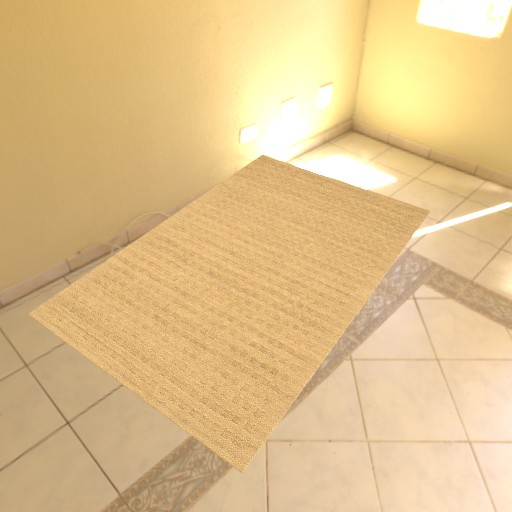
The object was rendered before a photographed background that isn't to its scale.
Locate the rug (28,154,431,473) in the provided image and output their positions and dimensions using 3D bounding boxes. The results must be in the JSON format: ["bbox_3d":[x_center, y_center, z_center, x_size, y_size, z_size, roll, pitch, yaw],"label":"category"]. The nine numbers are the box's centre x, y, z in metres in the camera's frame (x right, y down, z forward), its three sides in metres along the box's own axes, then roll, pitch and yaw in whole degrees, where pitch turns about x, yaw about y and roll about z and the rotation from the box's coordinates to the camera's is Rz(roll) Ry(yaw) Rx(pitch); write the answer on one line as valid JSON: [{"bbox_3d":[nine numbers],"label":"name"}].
[{"bbox_3d":[0.000,0.000,2.182,1.142,0.006,1.752,25,46,26],"label":"rug"}]
